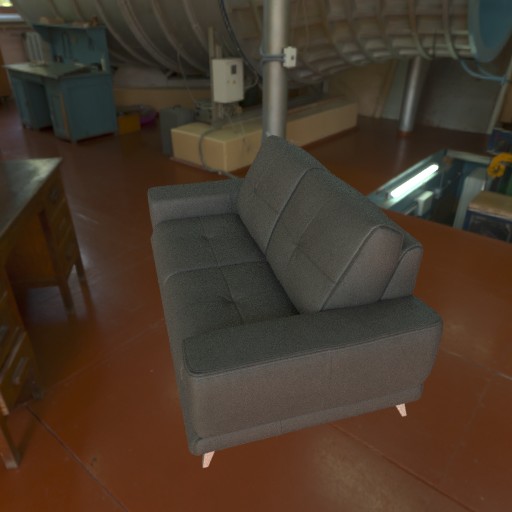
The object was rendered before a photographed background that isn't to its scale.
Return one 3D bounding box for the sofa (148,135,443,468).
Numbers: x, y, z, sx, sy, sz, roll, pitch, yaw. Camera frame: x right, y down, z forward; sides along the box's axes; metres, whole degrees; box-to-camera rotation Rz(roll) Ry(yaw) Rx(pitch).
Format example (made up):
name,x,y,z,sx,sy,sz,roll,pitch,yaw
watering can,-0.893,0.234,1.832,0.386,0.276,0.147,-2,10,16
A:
name,x,y,z,sx,sy,sz,roll,pitch,yaw
sofa,0.000,0.000,2.338,1.018,0.907,1.806,-8,31,-14
